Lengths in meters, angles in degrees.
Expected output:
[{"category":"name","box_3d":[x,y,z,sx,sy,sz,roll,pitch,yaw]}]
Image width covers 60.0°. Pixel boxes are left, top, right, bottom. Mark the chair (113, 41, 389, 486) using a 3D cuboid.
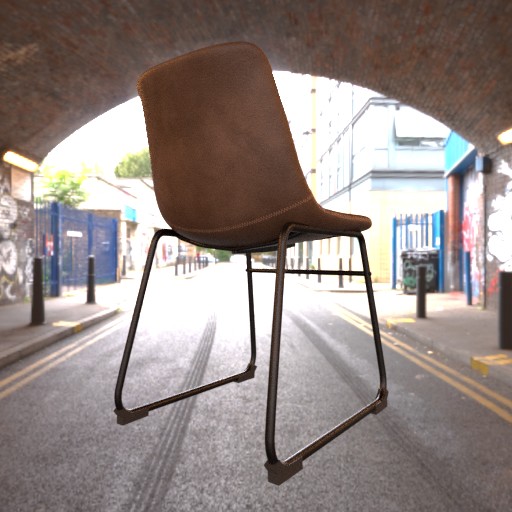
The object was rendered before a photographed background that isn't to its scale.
[{"category":"chair","box_3d":[0.000,0.000,1.078,0.460,0.780,0.551,0,0,37]}]
